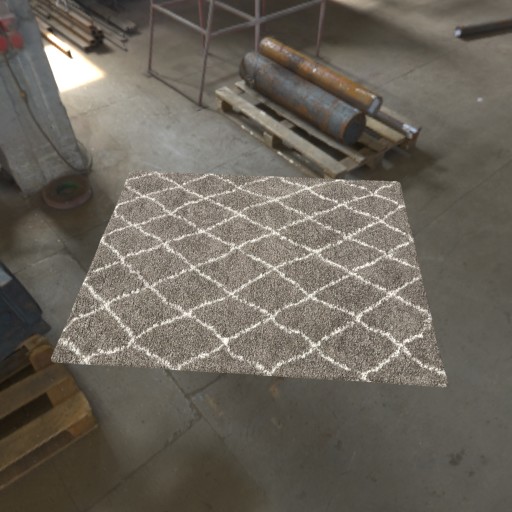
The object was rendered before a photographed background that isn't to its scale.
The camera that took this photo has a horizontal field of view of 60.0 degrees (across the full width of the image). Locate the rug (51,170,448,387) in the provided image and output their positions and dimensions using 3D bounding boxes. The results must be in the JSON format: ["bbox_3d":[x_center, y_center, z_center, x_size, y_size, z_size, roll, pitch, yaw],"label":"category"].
[{"bbox_3d":[0.000,0.000,4.192,3.047,0.029,2.438,3,48,3],"label":"rug"}]
